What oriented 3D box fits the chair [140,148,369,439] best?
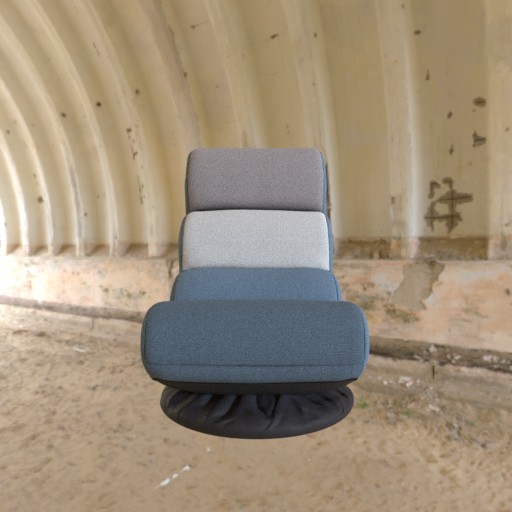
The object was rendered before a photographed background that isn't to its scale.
[{"bbox_3d":[0.000,0.000,1.071,0.420,0.641,0.661,0,1,0],"label":"chair"}]
